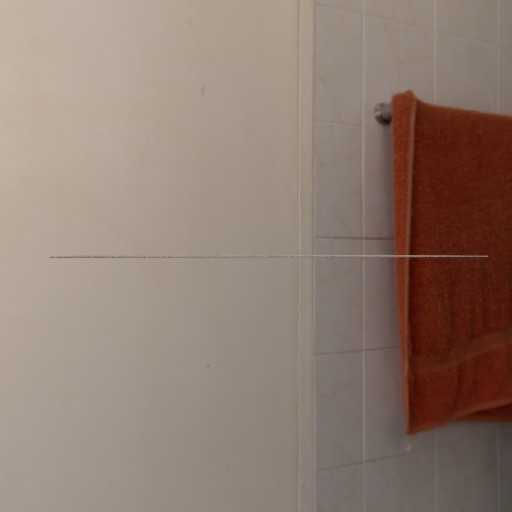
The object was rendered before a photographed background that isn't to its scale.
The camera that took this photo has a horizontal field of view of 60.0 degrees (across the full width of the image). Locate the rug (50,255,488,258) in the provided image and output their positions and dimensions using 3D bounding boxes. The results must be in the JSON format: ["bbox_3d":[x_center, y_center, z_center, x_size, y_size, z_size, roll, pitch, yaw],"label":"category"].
[{"bbox_3d":[0.000,0.000,2.302,1.818,0.005,1.217,0,0,-18],"label":"rug"}]
